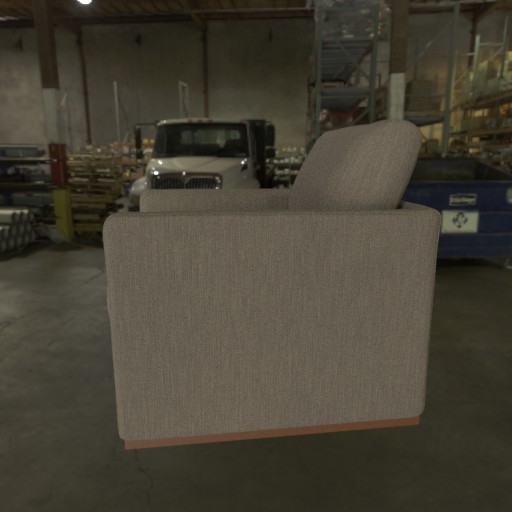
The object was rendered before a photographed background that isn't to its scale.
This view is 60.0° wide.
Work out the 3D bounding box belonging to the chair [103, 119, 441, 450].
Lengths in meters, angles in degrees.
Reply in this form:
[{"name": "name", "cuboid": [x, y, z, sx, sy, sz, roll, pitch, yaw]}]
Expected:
[{"name": "chair", "cuboid": [0.000, 0.000, 1.422, 0.834, 0.811, 0.763, -2, 13, -8]}]
